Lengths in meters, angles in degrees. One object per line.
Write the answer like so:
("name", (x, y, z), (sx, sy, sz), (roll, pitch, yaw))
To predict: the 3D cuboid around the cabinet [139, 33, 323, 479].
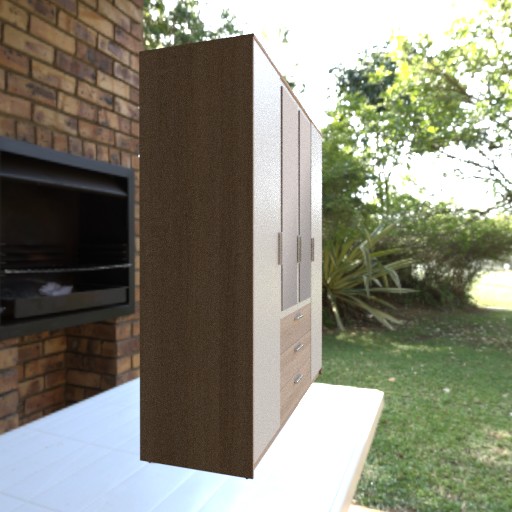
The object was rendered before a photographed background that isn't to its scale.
("cabinet", (0.000, 0.000, 3.020), (0.620, 2.060, 1.870), (0, 0, 18))
